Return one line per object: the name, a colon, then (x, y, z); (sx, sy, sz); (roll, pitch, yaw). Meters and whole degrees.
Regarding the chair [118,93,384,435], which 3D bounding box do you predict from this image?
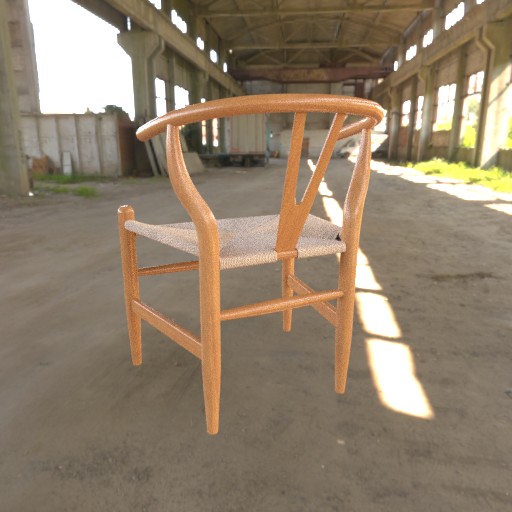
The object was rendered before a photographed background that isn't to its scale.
chair: (0.000, 0.000, 1.127); (0.569, 0.730, 0.579); (-8, 16, -27)
